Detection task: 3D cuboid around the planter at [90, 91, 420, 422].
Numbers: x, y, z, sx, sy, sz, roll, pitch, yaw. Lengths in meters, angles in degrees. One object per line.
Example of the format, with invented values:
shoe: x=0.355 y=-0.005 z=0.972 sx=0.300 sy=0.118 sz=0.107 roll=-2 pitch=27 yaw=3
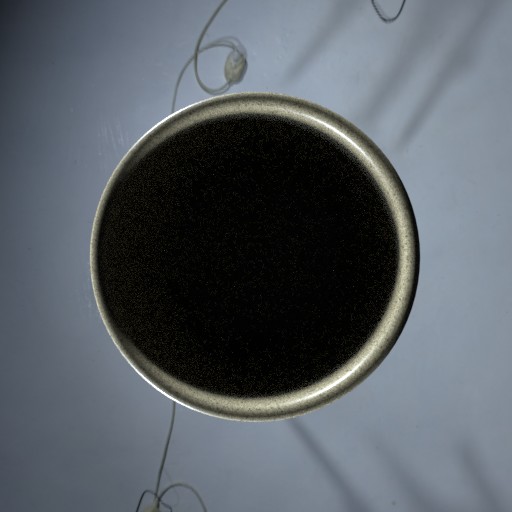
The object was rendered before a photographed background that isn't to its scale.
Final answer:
planter: x=0.000 y=0.000 z=0.353 sx=0.191 sy=0.200 sz=0.191 roll=0 pitch=90 yaw=0
